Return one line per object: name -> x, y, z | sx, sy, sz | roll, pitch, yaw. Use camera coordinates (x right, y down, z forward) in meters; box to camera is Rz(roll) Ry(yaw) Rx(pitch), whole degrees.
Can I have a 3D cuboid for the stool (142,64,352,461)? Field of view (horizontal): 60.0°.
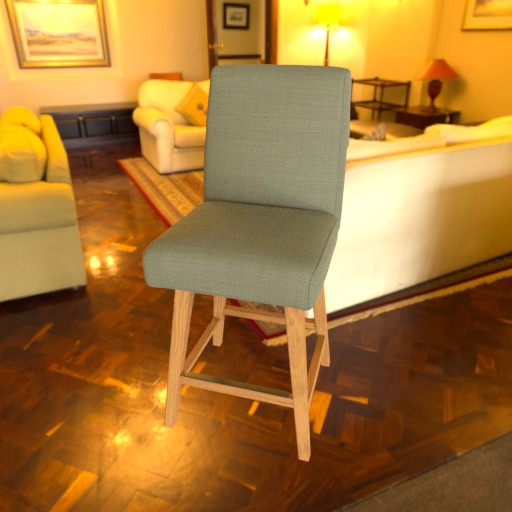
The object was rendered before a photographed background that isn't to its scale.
stool -> 0.000, 0.000, 1.314 | 0.459, 1.019, 0.570 | 7, 27, 14
